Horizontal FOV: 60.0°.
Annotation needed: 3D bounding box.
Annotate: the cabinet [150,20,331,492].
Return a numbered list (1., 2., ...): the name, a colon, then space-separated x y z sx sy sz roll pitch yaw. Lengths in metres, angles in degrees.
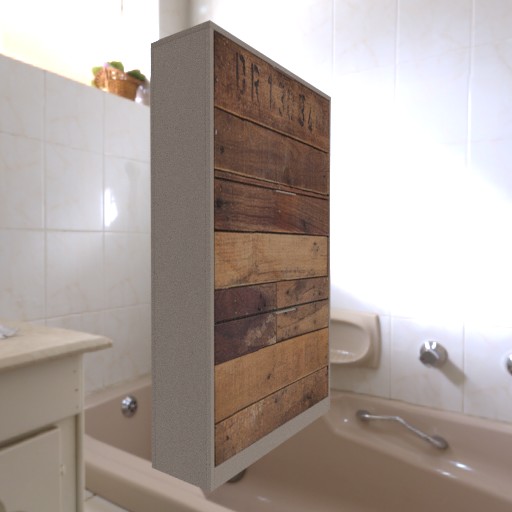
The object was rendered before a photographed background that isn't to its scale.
1. cabinet: 0.000 0.000 1.571 0.250 1.280 0.750 1 1 35
